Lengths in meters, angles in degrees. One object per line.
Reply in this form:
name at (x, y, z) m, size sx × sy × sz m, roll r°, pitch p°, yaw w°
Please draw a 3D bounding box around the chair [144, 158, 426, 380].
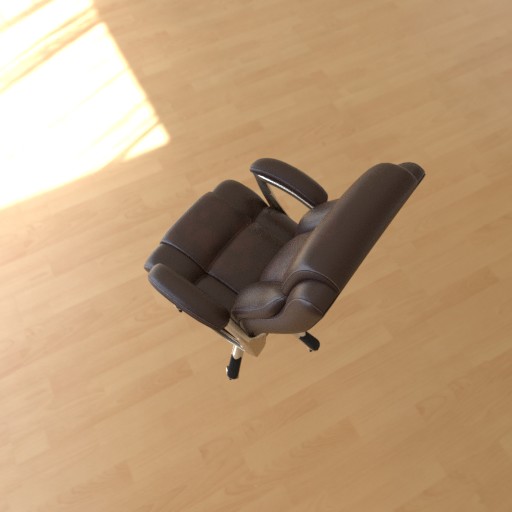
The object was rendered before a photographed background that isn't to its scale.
chair at (0.000, 0.000, 1.633) m, size 0.749 × 1.194 × 0.692 m, roll 34°, pitch 67°, yaw 16°
